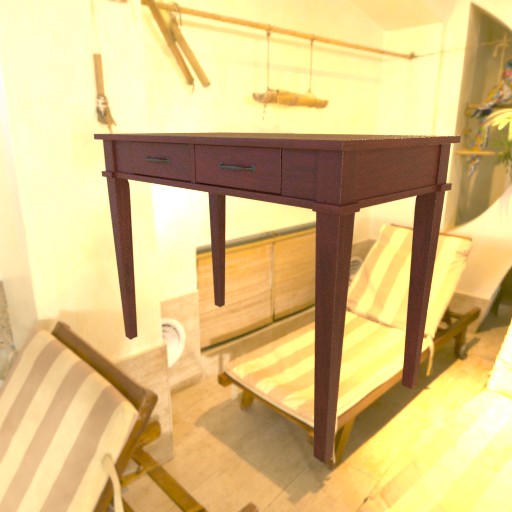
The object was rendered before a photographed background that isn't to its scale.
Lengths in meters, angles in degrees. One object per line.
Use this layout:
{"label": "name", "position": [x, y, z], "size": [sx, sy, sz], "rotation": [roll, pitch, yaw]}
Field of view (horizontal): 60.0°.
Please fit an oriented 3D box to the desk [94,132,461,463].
{"label": "desk", "position": [0.000, 0.000, 1.444], "size": [0.549, 0.762, 1.001], "rotation": [-16, 22, -43]}
